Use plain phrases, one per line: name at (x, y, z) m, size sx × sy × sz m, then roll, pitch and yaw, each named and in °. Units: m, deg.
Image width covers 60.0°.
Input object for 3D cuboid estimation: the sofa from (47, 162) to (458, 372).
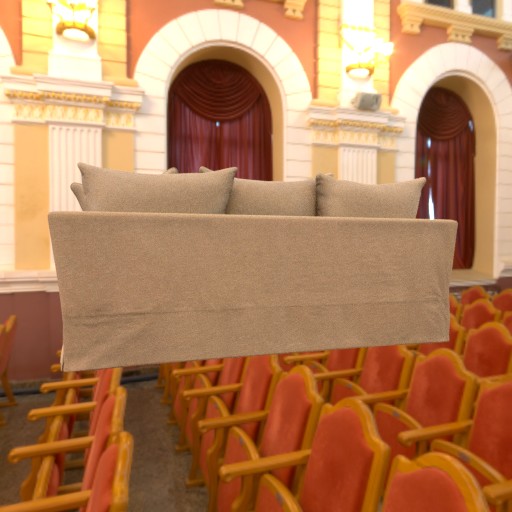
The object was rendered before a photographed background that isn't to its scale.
sofa at (0.000, 0.000, 2.811) m, size 2.290 × 1.034 × 1.031 m, roll 0°, pitch 1°, yaw -18°
